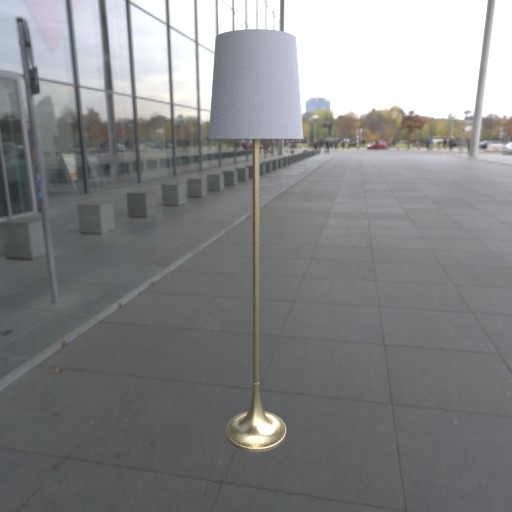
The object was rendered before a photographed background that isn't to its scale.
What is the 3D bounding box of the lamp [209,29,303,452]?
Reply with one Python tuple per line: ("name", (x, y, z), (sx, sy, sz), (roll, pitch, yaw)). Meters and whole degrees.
("lamp", (0.000, 0.000, 1.693), (0.337, 1.543, 0.337), (0, 15, 0))
